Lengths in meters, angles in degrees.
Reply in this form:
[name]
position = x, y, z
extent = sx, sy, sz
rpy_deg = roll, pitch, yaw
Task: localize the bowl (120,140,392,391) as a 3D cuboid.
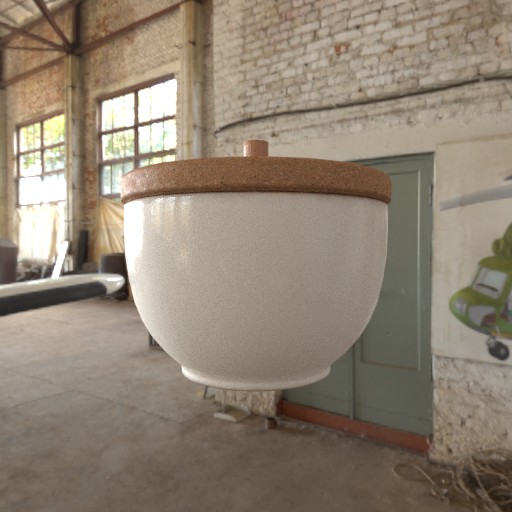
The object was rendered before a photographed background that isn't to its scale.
[bowl]
position = 0.000, 0.000, 0.216
extent = 0.126, 0.110, 0.126
rpy_deg = 0, 1, 0
